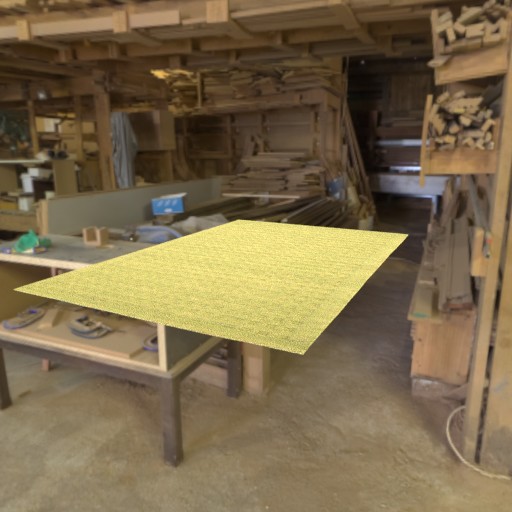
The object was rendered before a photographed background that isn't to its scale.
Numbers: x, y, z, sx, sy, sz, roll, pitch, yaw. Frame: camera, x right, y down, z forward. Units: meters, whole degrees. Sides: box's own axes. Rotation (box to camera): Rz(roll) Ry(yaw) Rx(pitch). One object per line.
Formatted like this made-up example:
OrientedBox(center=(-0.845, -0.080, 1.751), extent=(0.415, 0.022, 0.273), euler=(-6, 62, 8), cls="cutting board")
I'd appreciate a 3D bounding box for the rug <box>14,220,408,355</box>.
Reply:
OrientedBox(center=(0.000, 0.000, 2.839), extent=(1.529, 0.007, 2.297), euler=(7, 16, 26), cls="rug")
